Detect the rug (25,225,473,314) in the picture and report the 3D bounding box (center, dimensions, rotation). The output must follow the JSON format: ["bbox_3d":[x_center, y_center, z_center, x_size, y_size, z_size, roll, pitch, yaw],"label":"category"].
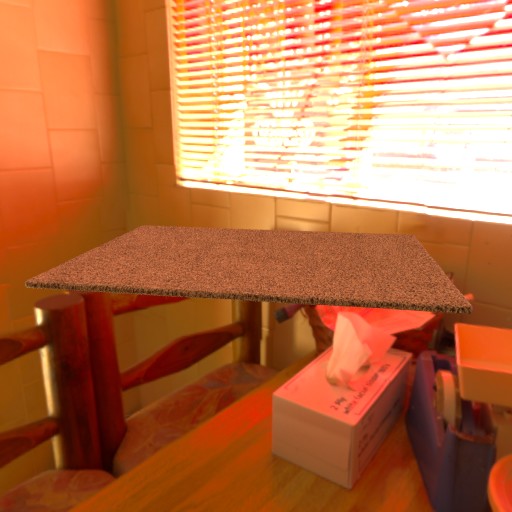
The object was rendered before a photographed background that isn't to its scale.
[{"bbox_3d":[0.000,0.000,2.299,1.778,0.030,1.219,3,15,9],"label":"rug"}]
